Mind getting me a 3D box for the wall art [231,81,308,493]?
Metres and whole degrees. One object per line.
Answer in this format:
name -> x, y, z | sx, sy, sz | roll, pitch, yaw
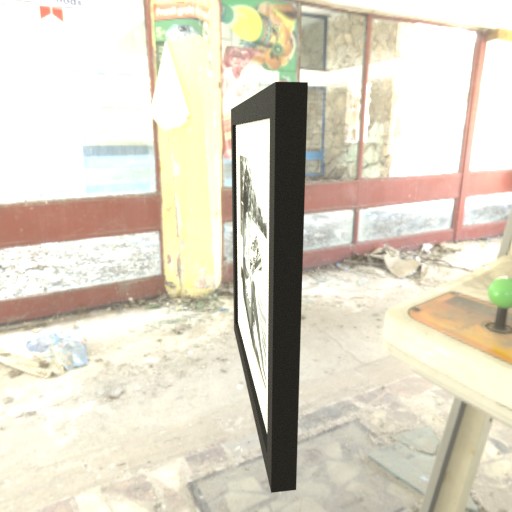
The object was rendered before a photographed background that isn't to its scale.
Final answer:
wall art -> 0.000, 0.000, 0.690 | 0.030, 0.458, 0.462 | -2, 15, -8
